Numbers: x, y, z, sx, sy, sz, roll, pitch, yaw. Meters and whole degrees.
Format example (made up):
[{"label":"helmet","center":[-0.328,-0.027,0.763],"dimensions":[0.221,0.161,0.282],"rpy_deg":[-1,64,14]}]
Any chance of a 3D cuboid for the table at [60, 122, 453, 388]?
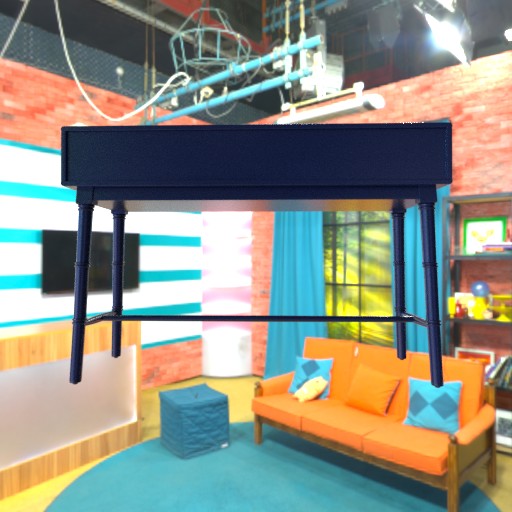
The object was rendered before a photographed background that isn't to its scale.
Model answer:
[{"label":"table","center":[0.000,0.000,1.459],"dimensions":[1.118,0.749,0.399],"rpy_deg":[0,0,2]}]
